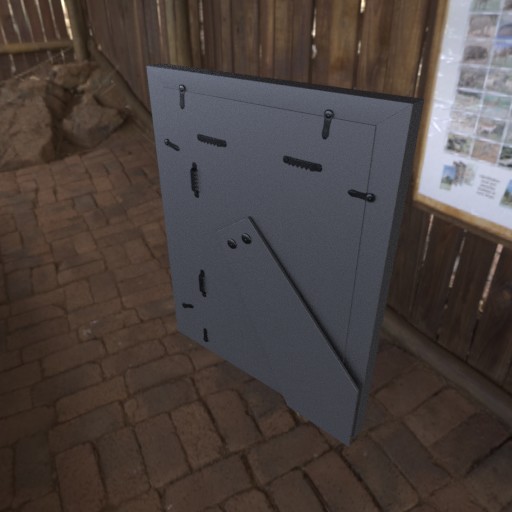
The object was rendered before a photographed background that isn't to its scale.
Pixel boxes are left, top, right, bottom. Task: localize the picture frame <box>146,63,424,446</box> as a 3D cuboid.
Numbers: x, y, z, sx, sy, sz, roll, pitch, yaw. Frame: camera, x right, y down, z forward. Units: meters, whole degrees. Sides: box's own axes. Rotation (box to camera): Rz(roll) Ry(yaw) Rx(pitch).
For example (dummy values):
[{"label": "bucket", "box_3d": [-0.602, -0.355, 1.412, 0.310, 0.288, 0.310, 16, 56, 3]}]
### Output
[{"label": "picture frame", "box_3d": [0.000, 0.000, 0.511, 0.307, 0.383, 0.036, 23, 38, 33]}]
